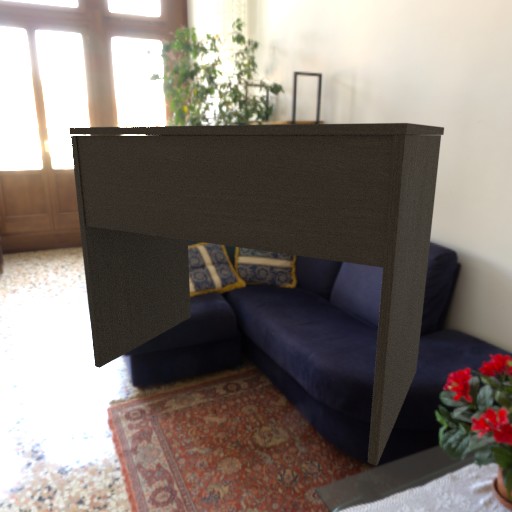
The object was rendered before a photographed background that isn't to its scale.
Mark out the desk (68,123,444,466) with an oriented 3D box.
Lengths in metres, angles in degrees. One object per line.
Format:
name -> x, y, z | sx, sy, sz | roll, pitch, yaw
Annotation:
desk -> 0.000, 0.000, 1.300 | 0.893, 0.724, 0.498 | 8, 17, 28
